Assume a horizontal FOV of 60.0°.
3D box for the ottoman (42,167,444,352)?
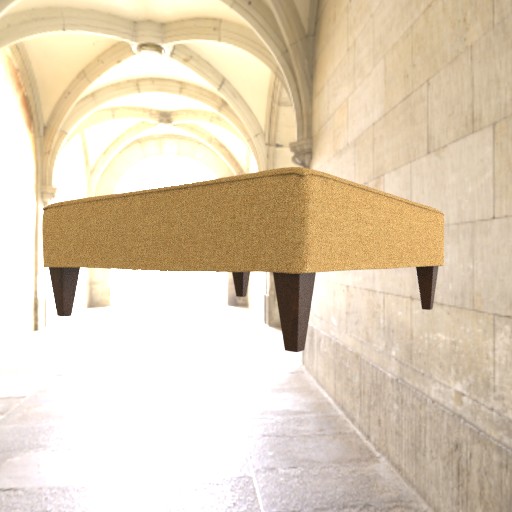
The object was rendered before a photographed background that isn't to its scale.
[{"bbox_3d":[0.000,0.000,1.484,0.970,0.378,0.981,0,0,37],"label":"ottoman"}]
